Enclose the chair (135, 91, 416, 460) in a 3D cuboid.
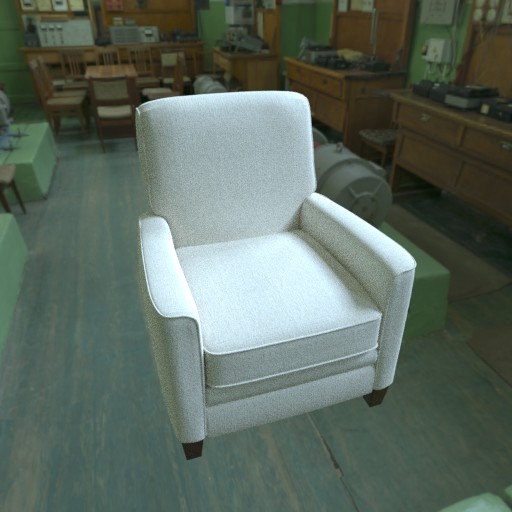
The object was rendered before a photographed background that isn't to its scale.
[{"bbox_3d":[0.000,0.000,1.633,0.841,1.028,0.858,-10,31,-16],"label":"chair"}]
